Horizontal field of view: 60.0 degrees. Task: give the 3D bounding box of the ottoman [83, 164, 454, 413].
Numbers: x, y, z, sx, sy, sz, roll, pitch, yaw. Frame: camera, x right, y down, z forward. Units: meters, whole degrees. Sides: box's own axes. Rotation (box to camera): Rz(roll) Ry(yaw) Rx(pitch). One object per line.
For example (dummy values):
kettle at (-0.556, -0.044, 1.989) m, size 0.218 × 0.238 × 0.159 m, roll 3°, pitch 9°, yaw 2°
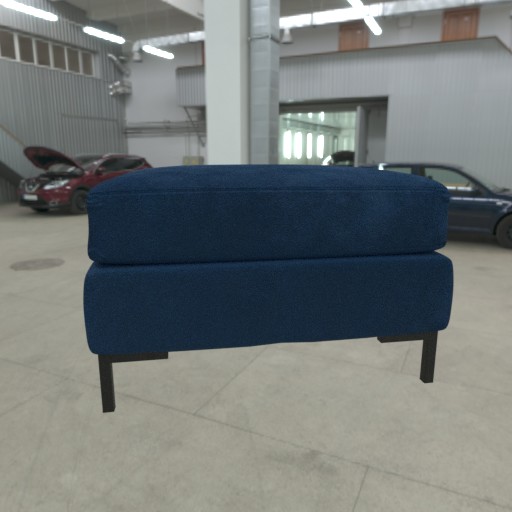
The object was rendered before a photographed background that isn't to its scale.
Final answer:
ottoman at (0.000, 0.000, 1.203) m, size 0.794 × 0.485 × 0.655 m, roll -2°, pitch 13°, yaw -9°
